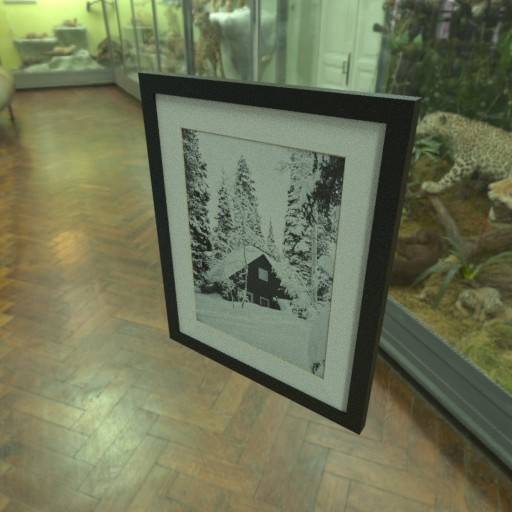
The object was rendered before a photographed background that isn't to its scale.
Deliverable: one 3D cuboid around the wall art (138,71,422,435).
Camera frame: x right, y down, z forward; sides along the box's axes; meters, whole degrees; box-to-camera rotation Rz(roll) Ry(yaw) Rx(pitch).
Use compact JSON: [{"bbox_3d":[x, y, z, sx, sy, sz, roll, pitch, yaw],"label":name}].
[{"bbox_3d":[0.000,0.000,0.540,0.325,0.397,0.018,19,34,30],"label":"wall art"}]
